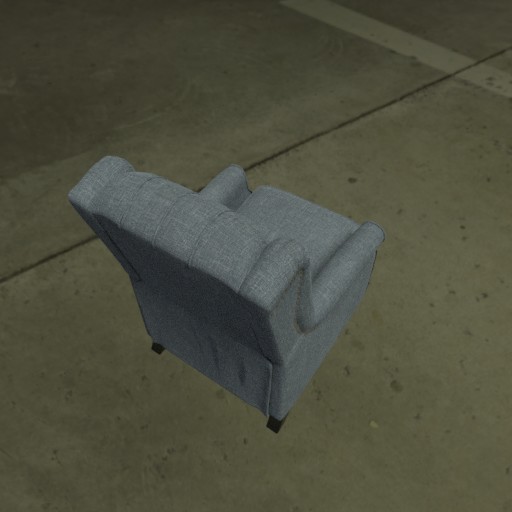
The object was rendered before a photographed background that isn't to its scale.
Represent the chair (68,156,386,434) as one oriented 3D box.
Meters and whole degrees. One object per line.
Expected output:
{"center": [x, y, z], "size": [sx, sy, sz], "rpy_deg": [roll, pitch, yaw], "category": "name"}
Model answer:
{"center": [0.000, 0.000, 1.660], "size": [0.742, 1.035, 0.898], "rpy_deg": [27, 53, 22], "category": "chair"}
